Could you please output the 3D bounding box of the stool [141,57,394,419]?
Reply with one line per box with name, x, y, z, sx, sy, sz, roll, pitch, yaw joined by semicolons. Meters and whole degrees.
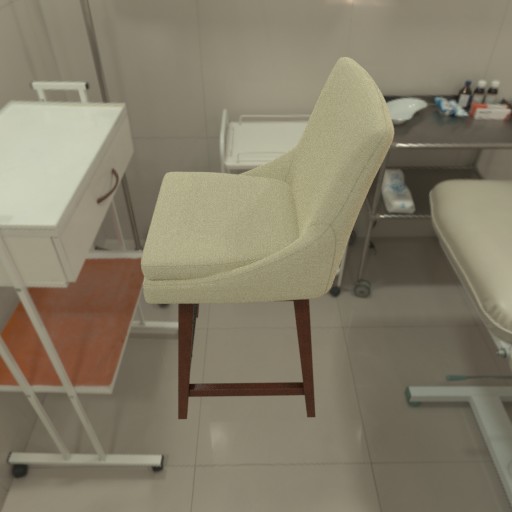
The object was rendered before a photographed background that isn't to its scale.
stool;0.000;0.000;1.297;0.559;0.991;0.469;-1;41;-1
